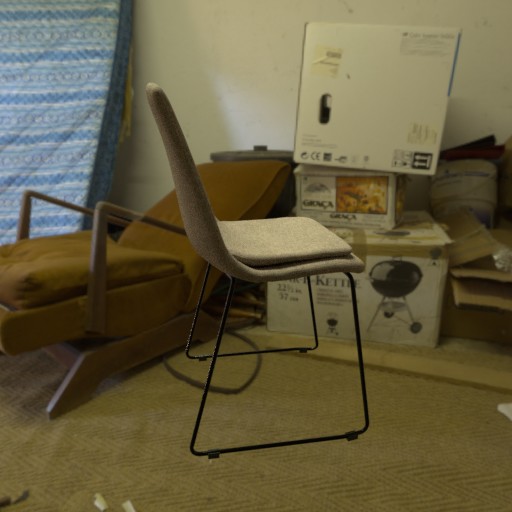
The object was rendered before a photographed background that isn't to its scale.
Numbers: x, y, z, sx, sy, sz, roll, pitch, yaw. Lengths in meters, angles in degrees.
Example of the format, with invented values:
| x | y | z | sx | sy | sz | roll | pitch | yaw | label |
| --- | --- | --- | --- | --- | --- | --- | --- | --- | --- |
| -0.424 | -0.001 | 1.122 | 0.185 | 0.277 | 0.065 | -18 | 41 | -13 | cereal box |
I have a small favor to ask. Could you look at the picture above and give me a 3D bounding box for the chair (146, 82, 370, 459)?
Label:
| x | y | z | sx | sy | sz | roll | pitch | yaw | label |
| --- | --- | --- | --- | --- | --- | --- | --- | --- | --- |
| 0.000 | 0.000 | 1.188 | 0.518 | 0.858 | 0.479 | -3 | 17 | -9 | chair |
